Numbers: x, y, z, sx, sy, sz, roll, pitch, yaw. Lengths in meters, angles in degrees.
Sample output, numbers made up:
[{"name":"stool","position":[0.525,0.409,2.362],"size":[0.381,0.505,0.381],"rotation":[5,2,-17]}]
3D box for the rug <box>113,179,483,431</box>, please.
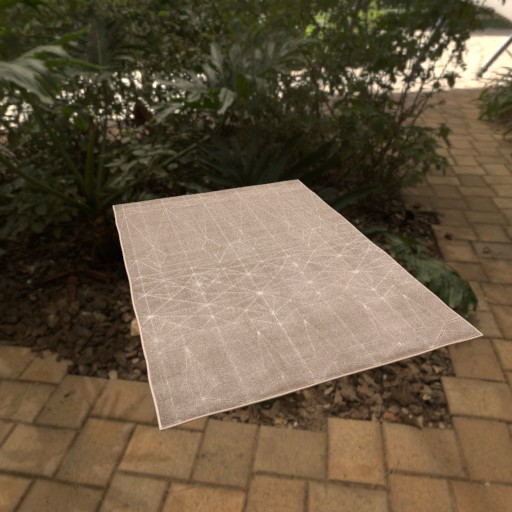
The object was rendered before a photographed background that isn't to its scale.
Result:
[{"name":"rug","position":[0.000,0.000,4.332],"size":[2.449,0.019,3.357],"rotation":[-11,33,-17]}]
